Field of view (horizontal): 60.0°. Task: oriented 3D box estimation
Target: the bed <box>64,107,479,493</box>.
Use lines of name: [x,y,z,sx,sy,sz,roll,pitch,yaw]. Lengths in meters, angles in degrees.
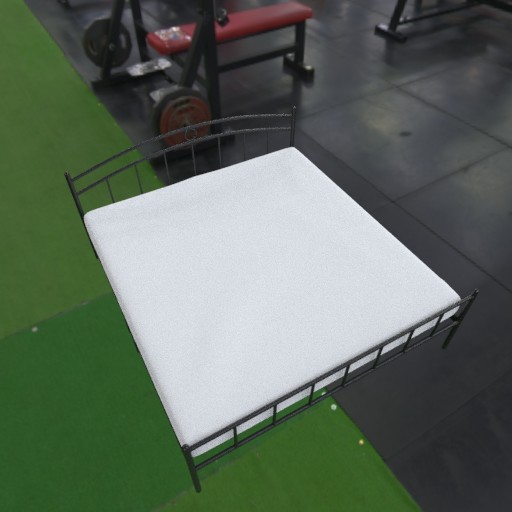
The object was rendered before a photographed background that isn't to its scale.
bed: [0.000,0.000,3.010,1.880,0.940,2.040,-22,50,-20]
